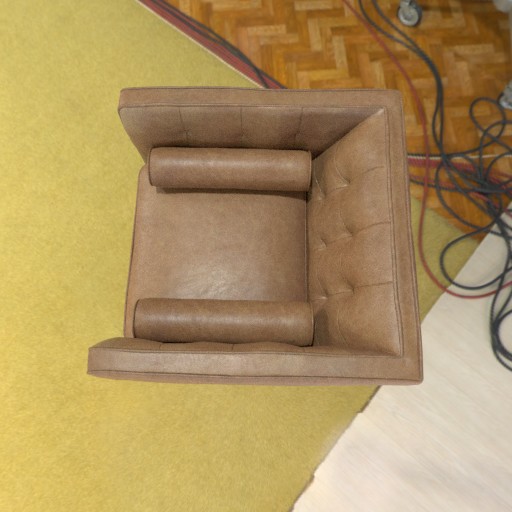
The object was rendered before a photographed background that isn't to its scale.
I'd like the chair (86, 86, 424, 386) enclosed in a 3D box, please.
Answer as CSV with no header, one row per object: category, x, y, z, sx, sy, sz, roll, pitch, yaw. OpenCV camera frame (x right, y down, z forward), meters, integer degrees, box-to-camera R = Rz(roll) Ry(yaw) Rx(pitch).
chair,0.000,0.000,1.645,0.912,0.797,0.920,1,74,0
